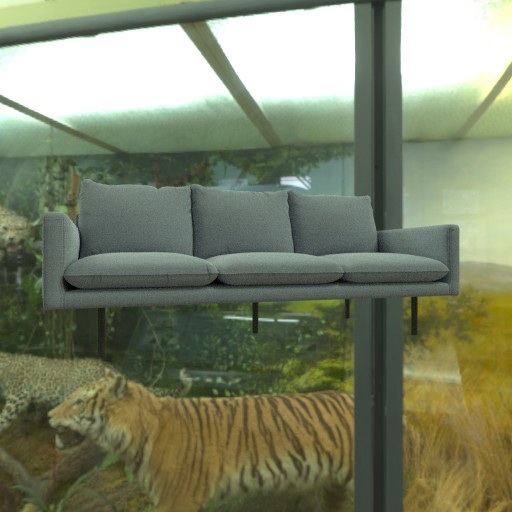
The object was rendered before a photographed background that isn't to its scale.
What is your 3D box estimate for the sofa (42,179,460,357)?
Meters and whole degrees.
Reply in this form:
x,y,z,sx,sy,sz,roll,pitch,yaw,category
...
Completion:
x,y,z,sx,sy,sz,roll,pitch,yaw,category
0.000,0.000,2.377,2.000,0.830,0.850,0,0,-19,sofa
